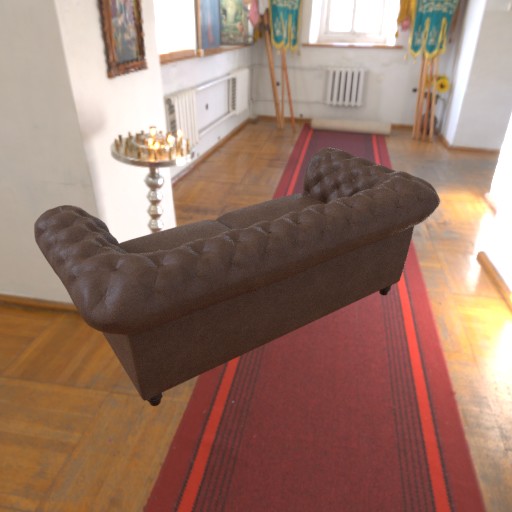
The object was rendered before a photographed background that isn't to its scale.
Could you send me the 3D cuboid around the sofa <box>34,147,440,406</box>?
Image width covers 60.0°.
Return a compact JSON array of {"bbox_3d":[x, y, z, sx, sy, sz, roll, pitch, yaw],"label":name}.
[{"bbox_3d":[0.000,0.000,2.485,2.048,0.784,0.955,-19,35,-29],"label":"sofa"}]
